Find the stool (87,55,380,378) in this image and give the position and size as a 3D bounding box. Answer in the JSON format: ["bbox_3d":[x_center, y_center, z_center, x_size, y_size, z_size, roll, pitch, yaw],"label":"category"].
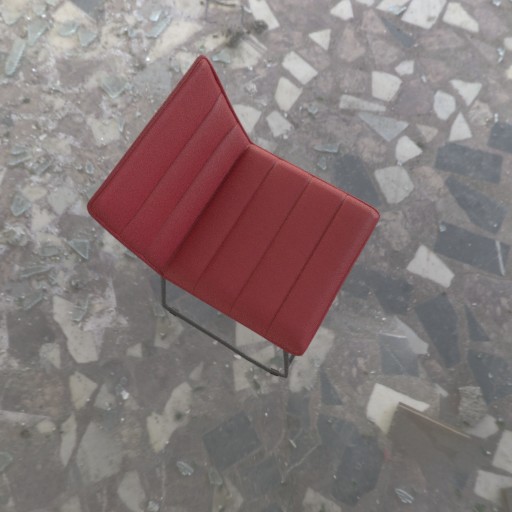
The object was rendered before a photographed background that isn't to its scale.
[{"bbox_3d":[0.000,0.000,1.235,0.524,0.937,0.489,30,77,8],"label":"stool"}]
